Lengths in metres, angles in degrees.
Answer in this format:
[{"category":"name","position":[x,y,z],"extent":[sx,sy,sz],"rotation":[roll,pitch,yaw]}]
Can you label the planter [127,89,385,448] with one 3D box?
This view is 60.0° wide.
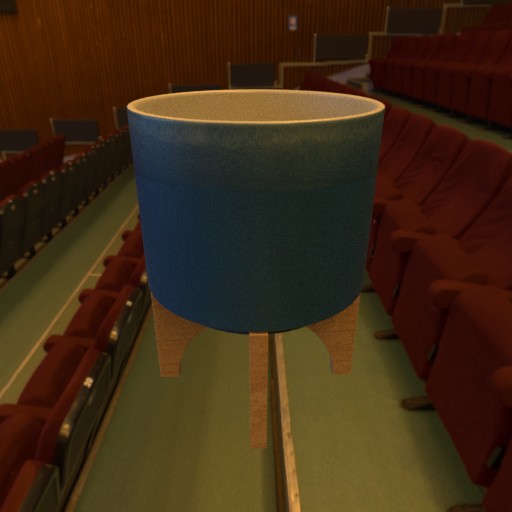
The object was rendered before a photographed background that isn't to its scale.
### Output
[{"category":"planter","position":[0.000,0.000,0.397],"extent":[0.192,0.263,0.192],"rotation":[0,26,0]}]
